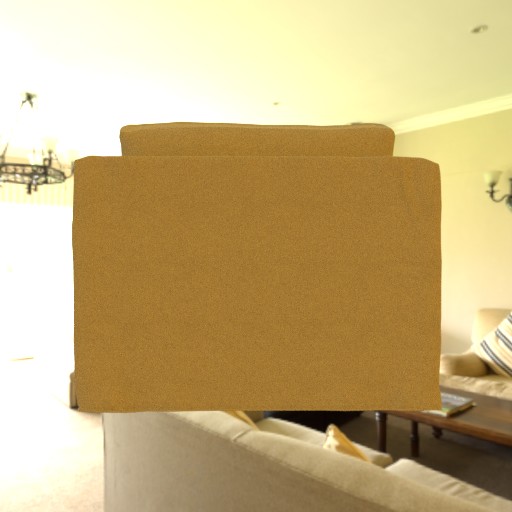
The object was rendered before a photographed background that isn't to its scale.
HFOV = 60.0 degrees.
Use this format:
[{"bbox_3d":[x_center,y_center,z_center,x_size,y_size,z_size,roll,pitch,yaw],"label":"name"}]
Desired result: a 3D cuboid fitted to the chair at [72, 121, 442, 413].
[{"bbox_3d":[0.000,0.000,1.680,1.057,0.863,0.949,0,0,-1],"label":"chair"}]
